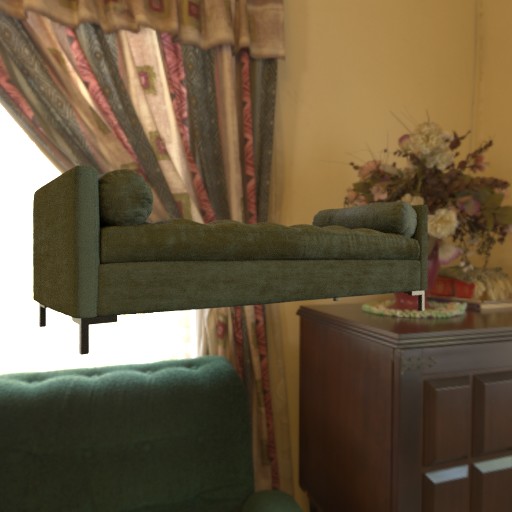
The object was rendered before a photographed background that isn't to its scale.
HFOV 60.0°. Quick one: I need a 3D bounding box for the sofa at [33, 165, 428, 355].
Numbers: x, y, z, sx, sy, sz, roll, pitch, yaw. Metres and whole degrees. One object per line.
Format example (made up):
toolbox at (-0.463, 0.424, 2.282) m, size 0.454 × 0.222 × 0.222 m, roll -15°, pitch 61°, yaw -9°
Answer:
sofa at (0.000, 0.000, 2.442) m, size 2.130 × 0.681 × 0.817 m, roll 0°, pitch 0°, yaw -36°
